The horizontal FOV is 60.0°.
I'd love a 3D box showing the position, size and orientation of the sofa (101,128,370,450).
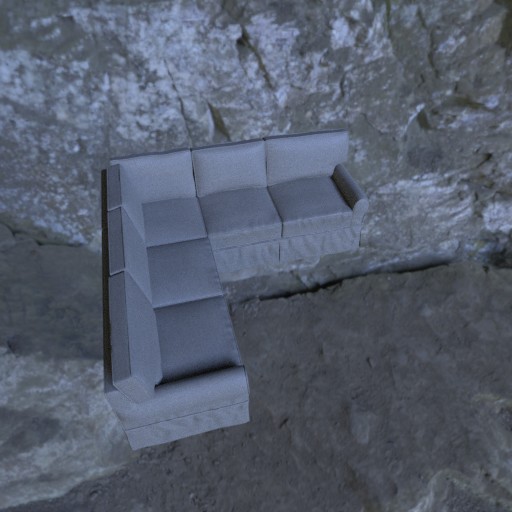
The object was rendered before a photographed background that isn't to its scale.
[{"bbox_3d":[0.000,0.000,4.095,2.623,1.081,2.618,-10,46,-10],"label":"sofa"}]
